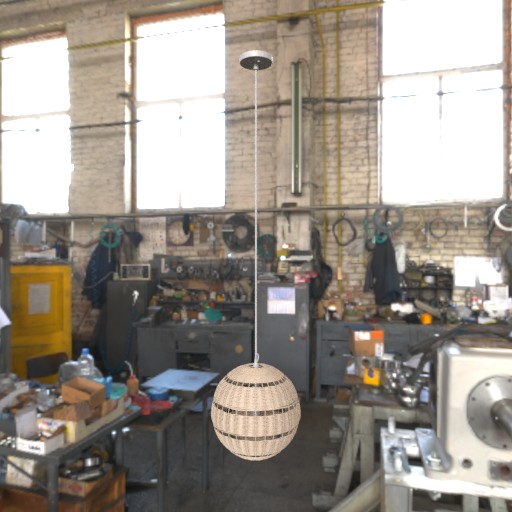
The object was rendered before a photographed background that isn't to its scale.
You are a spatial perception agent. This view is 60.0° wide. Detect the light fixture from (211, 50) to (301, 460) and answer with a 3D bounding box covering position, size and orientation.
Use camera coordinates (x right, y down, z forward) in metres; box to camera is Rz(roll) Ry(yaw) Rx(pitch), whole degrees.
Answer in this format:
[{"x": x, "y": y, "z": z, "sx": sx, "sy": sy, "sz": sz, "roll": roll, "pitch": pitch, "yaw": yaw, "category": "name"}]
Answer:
[{"x": 0.000, "y": 0.000, "z": 2.259, "sx": 0.457, "sy": 2.019, "sz": 0.457, "roll": 0, "pitch": 0, "yaw": -18, "category": "light fixture"}]
